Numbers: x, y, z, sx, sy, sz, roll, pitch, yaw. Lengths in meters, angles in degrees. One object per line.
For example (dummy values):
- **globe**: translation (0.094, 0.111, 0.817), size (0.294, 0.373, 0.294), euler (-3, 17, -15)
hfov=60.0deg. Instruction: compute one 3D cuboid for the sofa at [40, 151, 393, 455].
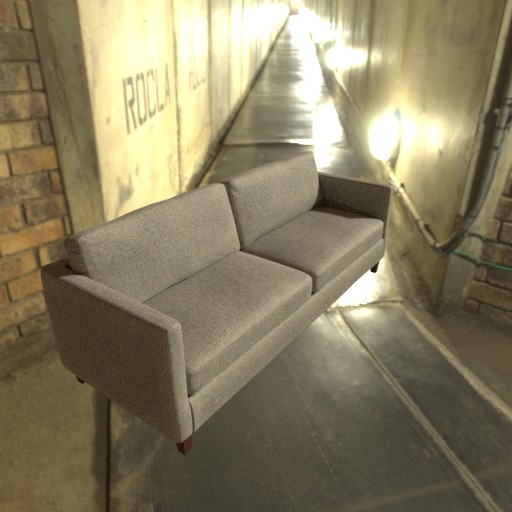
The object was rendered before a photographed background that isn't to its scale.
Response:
- **sofa**: translation (0.000, 0.000, 2.941), size (0.948, 0.951, 2.434), euler (18, 31, 32)
